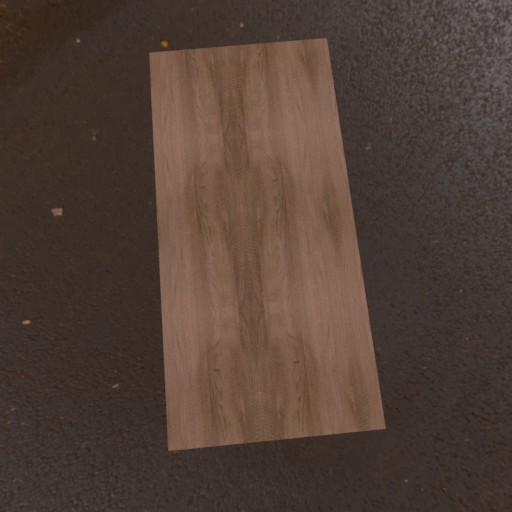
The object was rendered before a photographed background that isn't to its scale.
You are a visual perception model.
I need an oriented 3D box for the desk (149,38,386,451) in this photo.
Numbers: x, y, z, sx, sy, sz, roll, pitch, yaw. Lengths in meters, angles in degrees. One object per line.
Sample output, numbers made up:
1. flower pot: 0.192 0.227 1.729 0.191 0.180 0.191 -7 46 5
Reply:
1. desk: 0.000 0.000 1.412 0.491 0.723 0.979 -5 77 -1
